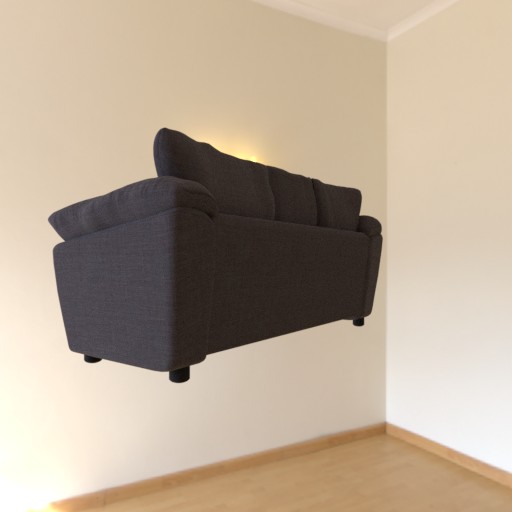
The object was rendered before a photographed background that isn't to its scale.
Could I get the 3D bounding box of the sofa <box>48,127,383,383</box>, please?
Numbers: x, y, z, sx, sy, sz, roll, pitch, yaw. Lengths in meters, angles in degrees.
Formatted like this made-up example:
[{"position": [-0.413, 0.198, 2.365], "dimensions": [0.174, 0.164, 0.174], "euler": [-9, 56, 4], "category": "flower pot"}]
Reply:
[{"position": [0.000, 0.000, 2.831], "dimensions": [0.883, 1.080, 2.336], "euler": [0, 0, 36], "category": "sofa"}]
